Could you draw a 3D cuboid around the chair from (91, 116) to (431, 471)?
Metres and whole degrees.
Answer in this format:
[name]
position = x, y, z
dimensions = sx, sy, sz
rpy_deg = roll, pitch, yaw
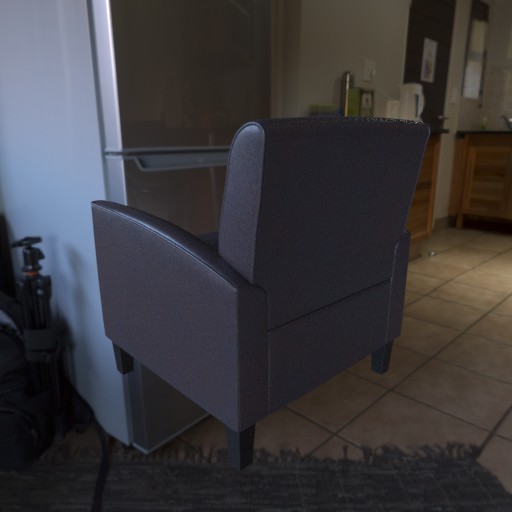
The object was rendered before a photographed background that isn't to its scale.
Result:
[chair]
position = 0.000, 0.000, 1.543
dimensions = 0.820, 0.916, 0.819
rpy_deg = -15, 22, -41
